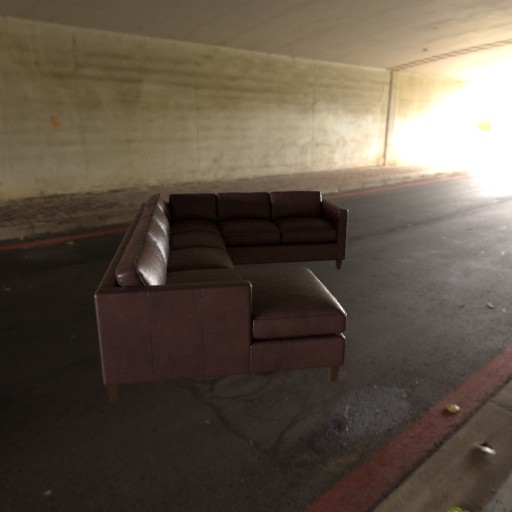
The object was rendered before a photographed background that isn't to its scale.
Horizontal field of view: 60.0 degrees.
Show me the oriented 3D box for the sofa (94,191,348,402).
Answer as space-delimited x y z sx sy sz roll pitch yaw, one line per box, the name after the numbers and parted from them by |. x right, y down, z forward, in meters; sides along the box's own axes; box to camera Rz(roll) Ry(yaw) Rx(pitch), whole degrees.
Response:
0.000 0.000 4.405 2.452 0.891 3.324 -3 16 -9 | sofa
